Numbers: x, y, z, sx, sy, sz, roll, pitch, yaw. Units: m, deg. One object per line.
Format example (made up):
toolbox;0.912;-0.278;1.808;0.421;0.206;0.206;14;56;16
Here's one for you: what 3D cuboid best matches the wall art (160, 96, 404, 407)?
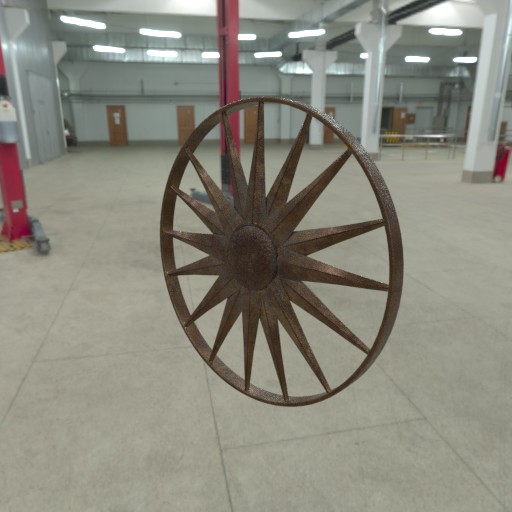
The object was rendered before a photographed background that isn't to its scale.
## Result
wall art;0.000;0.000;0.859;0.582;0.583;0.084;15;23;40
